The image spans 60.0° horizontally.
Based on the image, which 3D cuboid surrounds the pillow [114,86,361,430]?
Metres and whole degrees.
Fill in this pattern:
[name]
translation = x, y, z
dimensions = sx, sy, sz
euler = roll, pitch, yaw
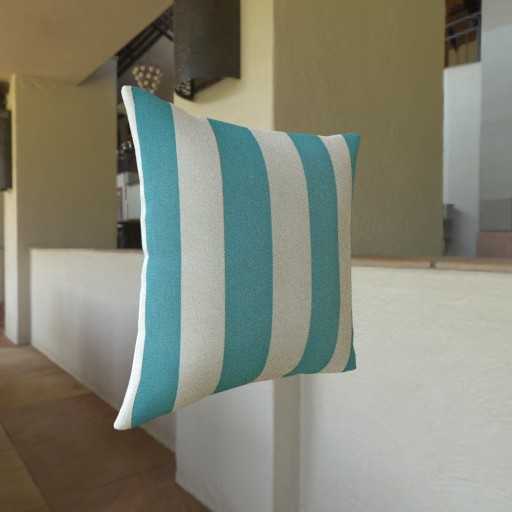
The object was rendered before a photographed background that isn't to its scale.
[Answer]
[pillow]
translation = 0.000, 0.000, 0.827
dimensions = 0.536, 0.526, 0.189
euler = -1, 2, -36
